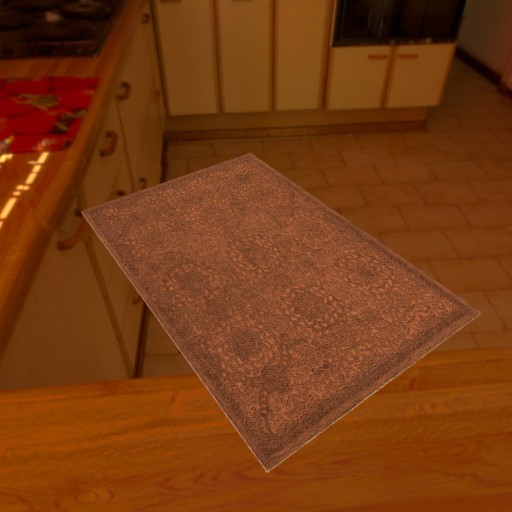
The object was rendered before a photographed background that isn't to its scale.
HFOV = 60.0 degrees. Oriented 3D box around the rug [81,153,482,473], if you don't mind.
[{"bbox_3d":[0.000,0.000,2.295,1.208,0.012,1.819,-25,47,-26],"label":"rug"}]
